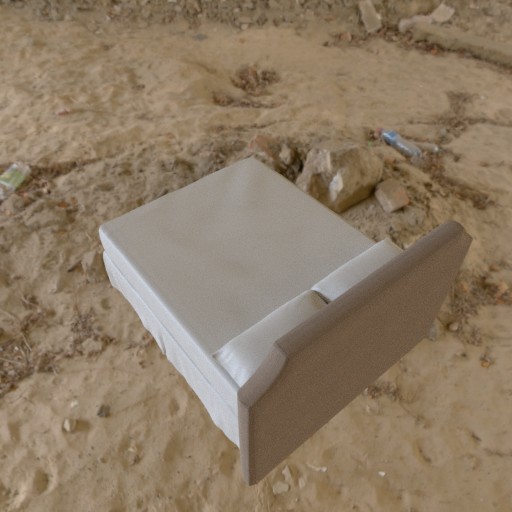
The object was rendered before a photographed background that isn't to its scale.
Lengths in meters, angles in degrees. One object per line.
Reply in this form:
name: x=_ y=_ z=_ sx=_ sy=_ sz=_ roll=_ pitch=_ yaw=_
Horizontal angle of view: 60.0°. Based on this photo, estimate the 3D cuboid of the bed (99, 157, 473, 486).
bed: x=0.000 y=0.000 z=3.280 sx=1.828 sy=1.303 sz=2.164 roll=-30 pitch=53 yaw=-26
